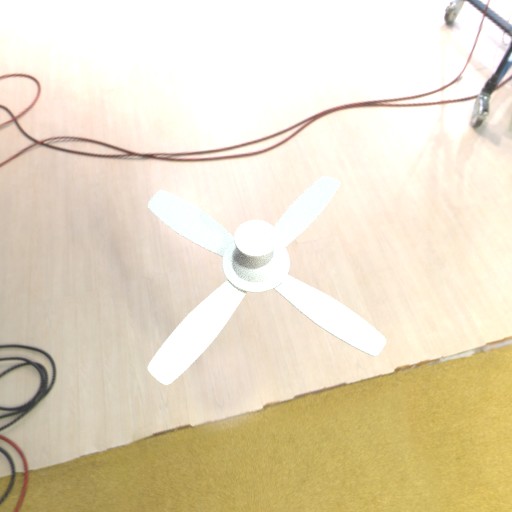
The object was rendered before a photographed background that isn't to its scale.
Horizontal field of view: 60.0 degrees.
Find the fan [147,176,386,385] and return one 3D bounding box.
[{"bbox_3d":[0.000,0.000,2.535,1.693,0.382,1.694,33,64,18],"label":"fan"}]
